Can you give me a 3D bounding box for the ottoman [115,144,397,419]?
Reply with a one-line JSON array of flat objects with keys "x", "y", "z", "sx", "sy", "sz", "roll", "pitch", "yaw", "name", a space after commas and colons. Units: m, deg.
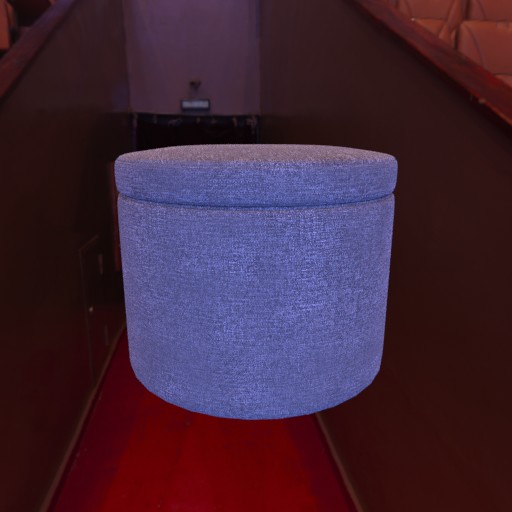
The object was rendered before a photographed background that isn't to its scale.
[{"x": 0.000, "y": 0.000, "z": 0.863, "sx": 0.500, "sy": 0.419, "sz": 0.500, "roll": 0, "pitch": 15, "yaw": 0, "name": "ottoman"}]
